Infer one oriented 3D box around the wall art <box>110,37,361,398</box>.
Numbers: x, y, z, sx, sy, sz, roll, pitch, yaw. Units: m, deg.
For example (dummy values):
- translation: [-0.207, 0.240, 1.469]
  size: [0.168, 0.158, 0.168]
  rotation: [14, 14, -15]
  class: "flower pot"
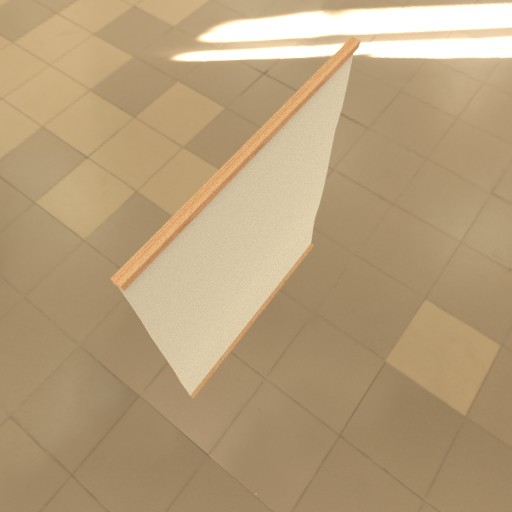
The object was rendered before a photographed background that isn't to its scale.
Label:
- translation: [0.000, 0.000, 0.684]
  size: [0.013, 0.508, 0.406]
  rotation: [33, 67, 16]
  class: "wall art"
